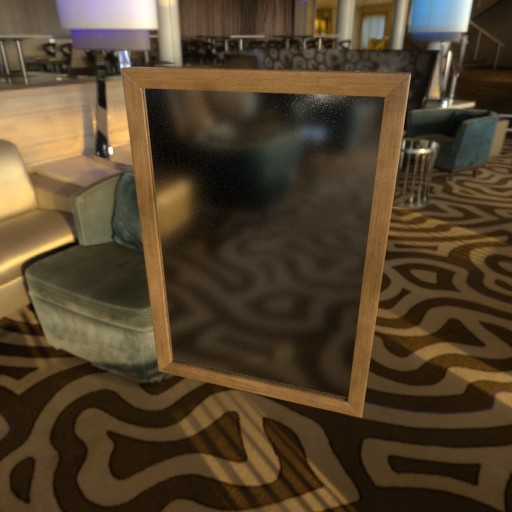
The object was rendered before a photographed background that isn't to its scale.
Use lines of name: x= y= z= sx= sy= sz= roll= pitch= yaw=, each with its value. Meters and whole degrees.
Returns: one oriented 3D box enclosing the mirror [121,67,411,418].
mirror: x=0.000 y=0.000 z=0.916 sx=0.507 sy=0.710 sz=0.040 roll=8 pitch=27 yaw=16
